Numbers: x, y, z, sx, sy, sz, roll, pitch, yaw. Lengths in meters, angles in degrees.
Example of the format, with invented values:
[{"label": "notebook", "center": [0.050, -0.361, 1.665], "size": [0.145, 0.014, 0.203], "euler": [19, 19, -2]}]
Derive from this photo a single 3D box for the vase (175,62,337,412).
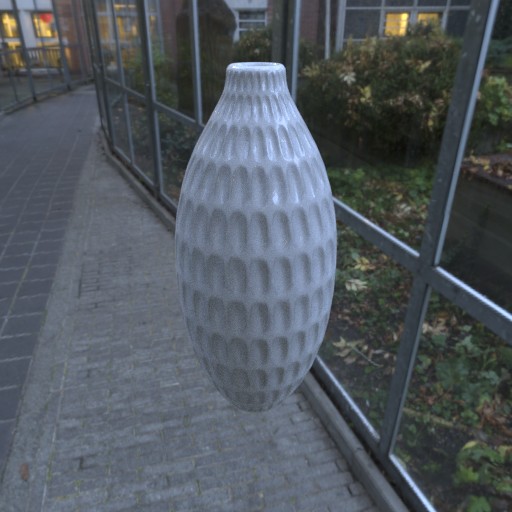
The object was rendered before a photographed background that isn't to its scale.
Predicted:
[{"label": "vase", "center": [0.000, 0.000, 0.354], "size": [0.127, 0.282, 0.127], "euler": [0, 27, 0]}]
